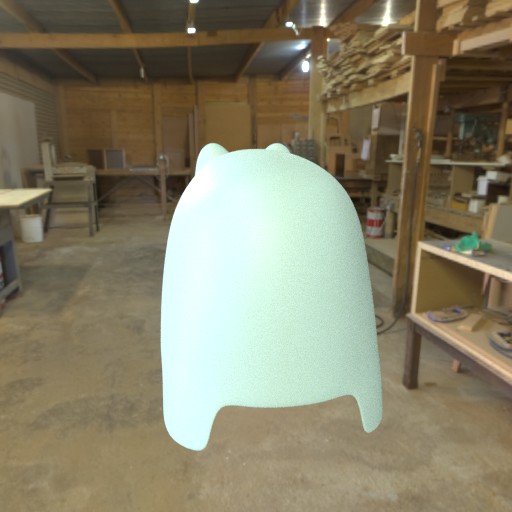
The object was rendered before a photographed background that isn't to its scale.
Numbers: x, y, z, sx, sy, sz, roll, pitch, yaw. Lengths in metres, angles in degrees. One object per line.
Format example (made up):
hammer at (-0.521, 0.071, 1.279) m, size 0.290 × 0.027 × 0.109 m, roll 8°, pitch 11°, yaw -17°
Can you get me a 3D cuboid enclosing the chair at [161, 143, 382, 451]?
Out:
chair at (0.000, 0.000, 0.856) m, size 0.364 × 0.423 × 0.619 m, roll -2°, pitch 14°, yaw -9°
